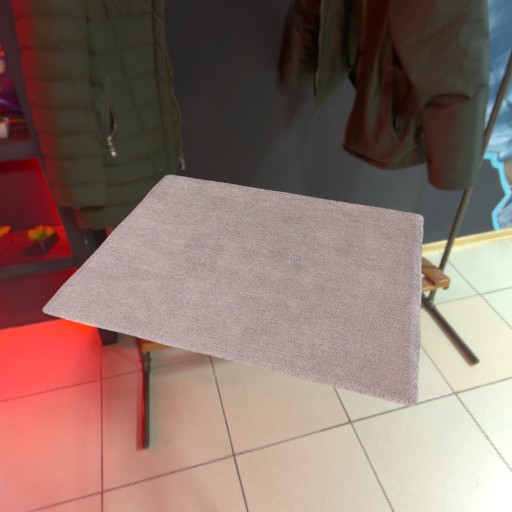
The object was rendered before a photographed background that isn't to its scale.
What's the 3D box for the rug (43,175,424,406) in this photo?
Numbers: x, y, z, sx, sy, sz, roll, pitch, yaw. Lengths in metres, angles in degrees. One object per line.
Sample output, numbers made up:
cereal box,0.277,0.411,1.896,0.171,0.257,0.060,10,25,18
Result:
rug,0.000,0.000,4.060,2.933,0.027,2.332,11,41,13
